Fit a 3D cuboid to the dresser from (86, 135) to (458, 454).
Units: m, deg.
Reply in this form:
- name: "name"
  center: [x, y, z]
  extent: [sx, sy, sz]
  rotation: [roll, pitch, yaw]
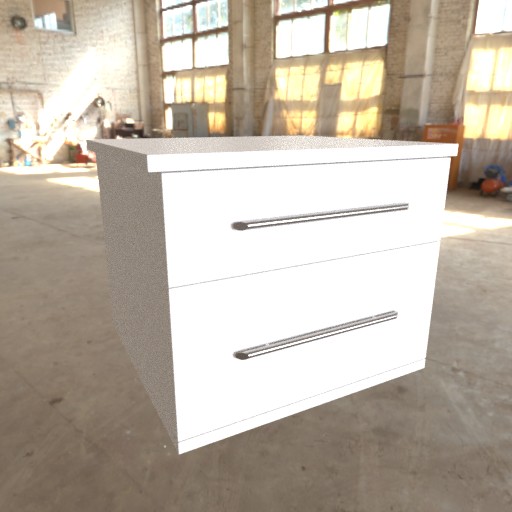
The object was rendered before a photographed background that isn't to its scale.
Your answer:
- name: "dresser"
  center: [0.000, 0.000, 0.720]
  extent: [0.430, 0.360, 0.400]
  rotation: [-9, 19, -27]
